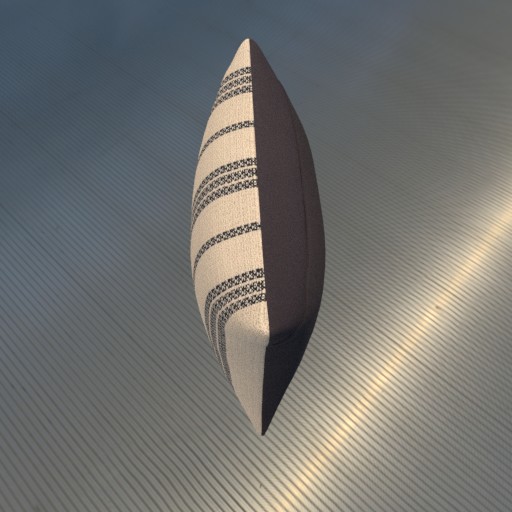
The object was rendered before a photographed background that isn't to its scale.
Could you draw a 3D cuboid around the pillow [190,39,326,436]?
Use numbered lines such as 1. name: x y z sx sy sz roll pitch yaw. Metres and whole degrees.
1. pillow: 0.000 0.000 0.623 0.173 0.406 0.405 -2 58 -1
